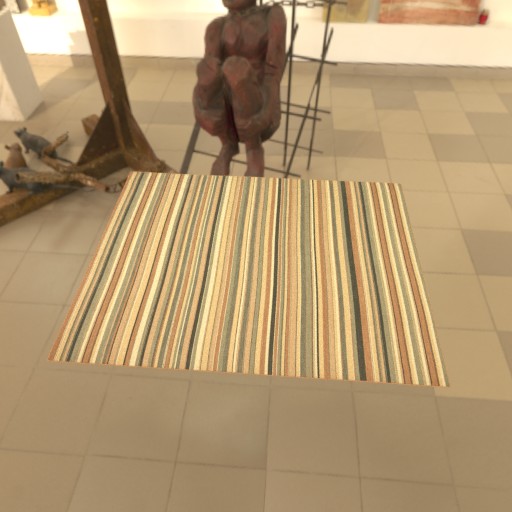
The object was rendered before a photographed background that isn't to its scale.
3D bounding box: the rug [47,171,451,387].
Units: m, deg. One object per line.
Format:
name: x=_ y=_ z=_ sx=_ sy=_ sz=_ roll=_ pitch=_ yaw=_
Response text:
rug: x=0.000 y=0.000 z=4.151 sx=3.045 sy=0.011 sz=2.436 roll=3 pitch=47 yaw=3
